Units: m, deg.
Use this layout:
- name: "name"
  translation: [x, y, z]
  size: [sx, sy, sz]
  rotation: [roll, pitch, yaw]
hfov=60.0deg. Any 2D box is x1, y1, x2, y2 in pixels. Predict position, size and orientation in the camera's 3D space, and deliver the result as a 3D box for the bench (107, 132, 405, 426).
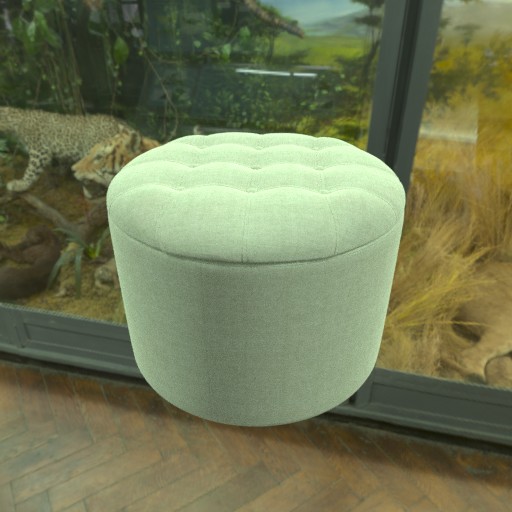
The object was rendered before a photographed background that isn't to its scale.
- name: "bench"
  translation: [0.000, 0.000, 1.004]
  size: [0.600, 0.453, 0.600]
  rotation: [0, 30, 0]
